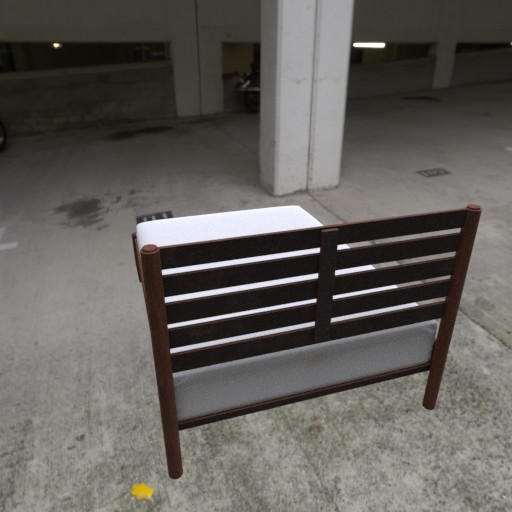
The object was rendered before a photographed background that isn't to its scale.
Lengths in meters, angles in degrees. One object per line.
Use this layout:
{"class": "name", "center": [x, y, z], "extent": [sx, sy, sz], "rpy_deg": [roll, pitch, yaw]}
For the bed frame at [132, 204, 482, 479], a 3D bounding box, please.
{"class": "bed frame", "center": [0.000, 0.000, 3.193], "extent": [1.655, 1.321, 2.234], "rpy_deg": [-8, 27, -16]}
